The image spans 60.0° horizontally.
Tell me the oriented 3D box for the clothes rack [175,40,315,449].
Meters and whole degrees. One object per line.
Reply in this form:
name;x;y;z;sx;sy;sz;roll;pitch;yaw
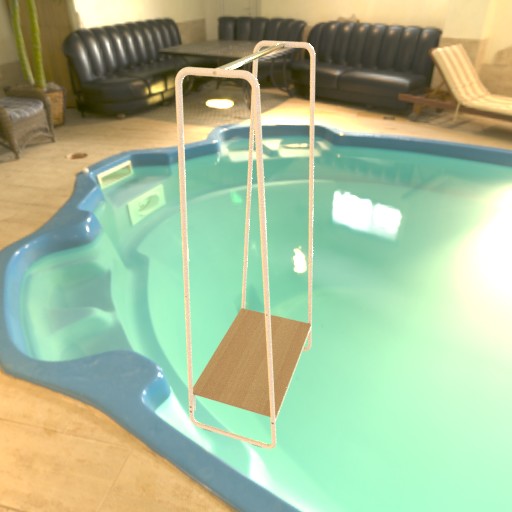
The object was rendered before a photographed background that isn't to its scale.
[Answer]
clothes rack;0.000;0.000;1.784;0.400;1.500;0.640;11;34;17
